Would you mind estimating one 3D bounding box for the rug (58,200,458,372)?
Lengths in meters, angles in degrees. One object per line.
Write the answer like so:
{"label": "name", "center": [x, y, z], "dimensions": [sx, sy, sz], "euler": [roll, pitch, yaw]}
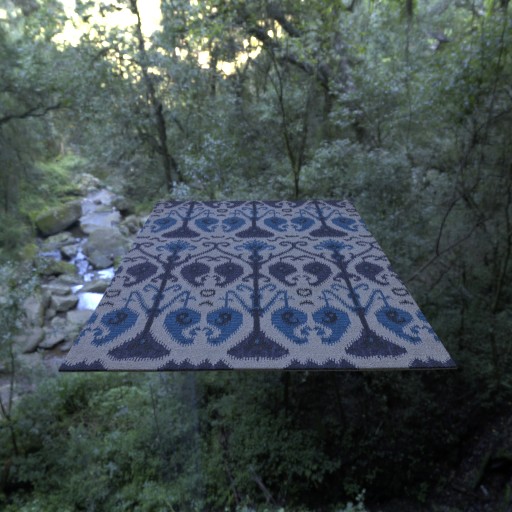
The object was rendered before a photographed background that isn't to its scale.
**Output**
{"label": "rug", "center": [0.000, 0.000, 4.142], "dimensions": [2.443, 0.024, 3.228], "euler": [0, 25, -1]}
